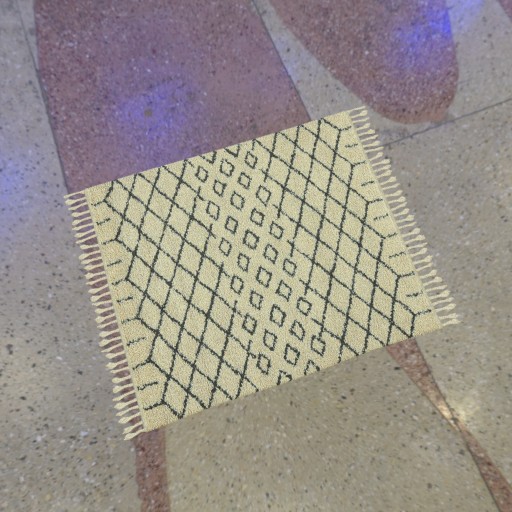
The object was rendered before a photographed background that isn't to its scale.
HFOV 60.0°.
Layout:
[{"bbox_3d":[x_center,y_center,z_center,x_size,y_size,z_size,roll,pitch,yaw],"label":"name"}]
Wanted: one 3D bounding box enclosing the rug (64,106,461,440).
[{"bbox_3d":[0.000,0.000,4.214,3.213,0.030,2.388,-18,76,-5],"label":"rug"}]
